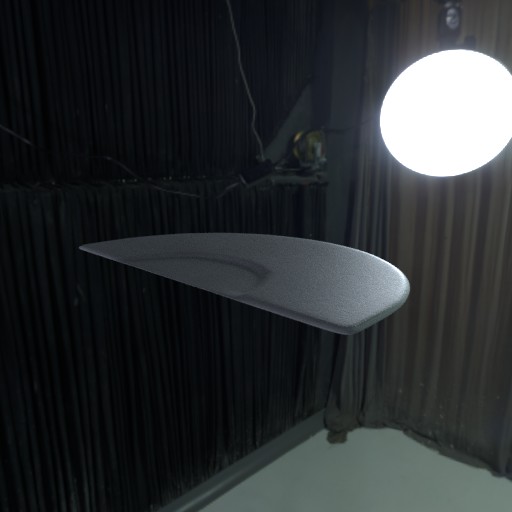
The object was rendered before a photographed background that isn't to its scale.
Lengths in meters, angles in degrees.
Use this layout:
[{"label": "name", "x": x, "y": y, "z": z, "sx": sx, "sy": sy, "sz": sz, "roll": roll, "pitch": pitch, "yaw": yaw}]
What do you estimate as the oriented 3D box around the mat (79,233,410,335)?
[{"label": "mat", "x": 0.000, "y": 0.000, "z": 1.929, "sx": 1.525, "sy": 0.016, "sz": 0.917, "roll": 12, "pitch": 18, "yaw": 43}]
